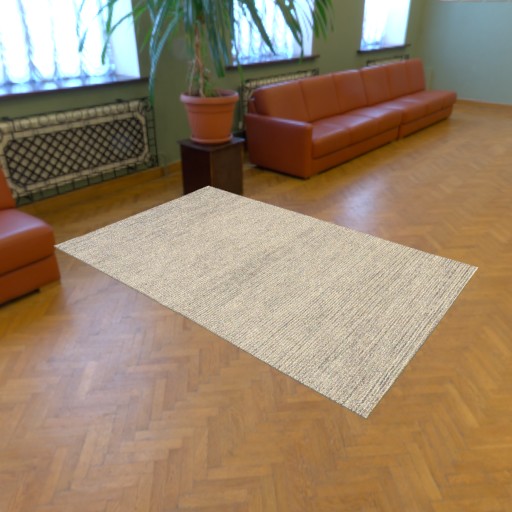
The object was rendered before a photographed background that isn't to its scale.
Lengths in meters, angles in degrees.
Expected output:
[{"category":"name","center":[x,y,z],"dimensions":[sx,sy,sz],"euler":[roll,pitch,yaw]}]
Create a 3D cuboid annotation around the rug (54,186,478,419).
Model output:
[{"category":"rug","center":[0.000,0.000,2.219],"dimensions":[1.804,0.022,1.162],"euler":[21,35,34]}]
